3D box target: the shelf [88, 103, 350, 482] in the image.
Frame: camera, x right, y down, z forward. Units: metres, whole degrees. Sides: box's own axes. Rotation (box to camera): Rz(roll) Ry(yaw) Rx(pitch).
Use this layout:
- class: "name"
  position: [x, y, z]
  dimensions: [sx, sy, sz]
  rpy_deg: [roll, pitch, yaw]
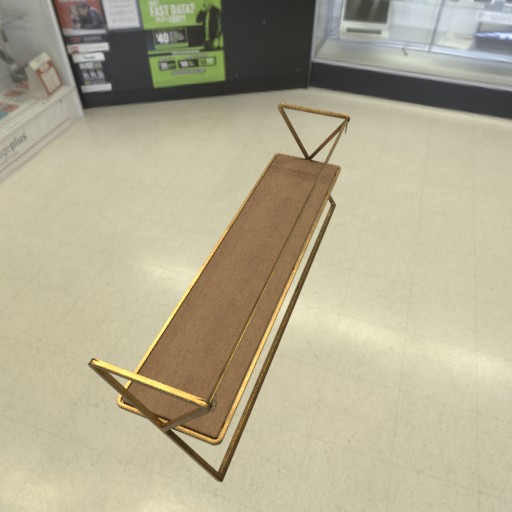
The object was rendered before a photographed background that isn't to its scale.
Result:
- class: "shelf"
  position: [0.000, 0.000, 0.759]
  dimensions: [0.150, 0.229, 0.645]
  rpy_deg: [15, 48, 15]
